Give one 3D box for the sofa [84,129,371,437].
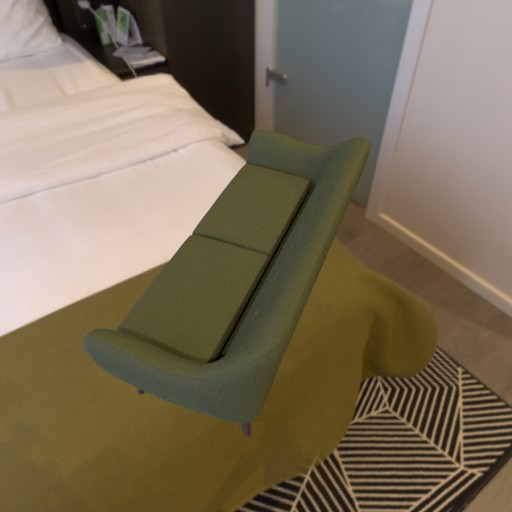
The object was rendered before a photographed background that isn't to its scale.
[{"bbox_3d":[0.000,0.000,2.402,0.820,0.836,1.840,16,47,16],"label":"sofa"}]
